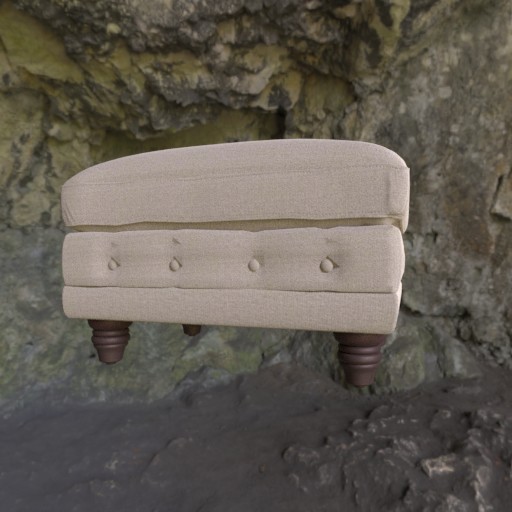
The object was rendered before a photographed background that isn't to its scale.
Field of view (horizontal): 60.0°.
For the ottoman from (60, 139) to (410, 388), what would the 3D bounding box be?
[{"bbox_3d":[0.000,0.000,1.040,0.684,0.463,0.541,0,-1,19],"label":"ottoman"}]
